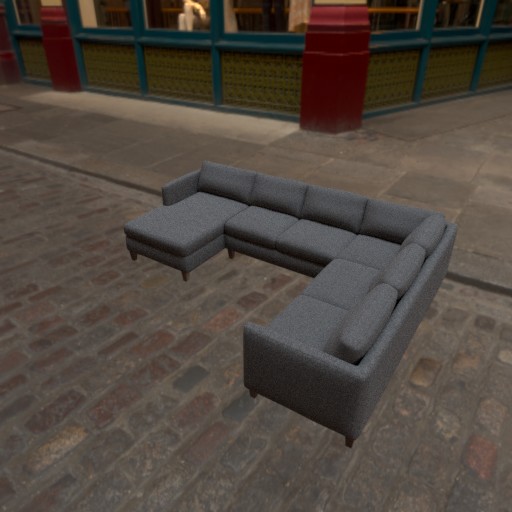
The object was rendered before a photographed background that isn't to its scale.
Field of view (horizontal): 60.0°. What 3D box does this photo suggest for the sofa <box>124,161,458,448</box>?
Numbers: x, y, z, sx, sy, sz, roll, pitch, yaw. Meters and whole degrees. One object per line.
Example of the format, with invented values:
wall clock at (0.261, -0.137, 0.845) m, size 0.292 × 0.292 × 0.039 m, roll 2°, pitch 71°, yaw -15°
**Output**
sofa at (0.000, 0.000, 4.419) m, size 3.238 × 0.853 × 2.551 m, roll 19°, pitch 35°, yaw 28°
